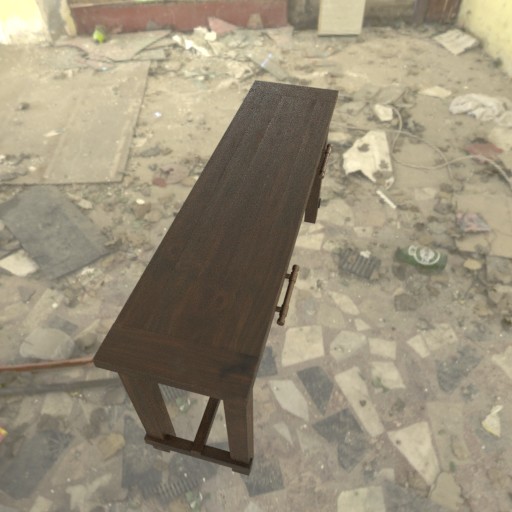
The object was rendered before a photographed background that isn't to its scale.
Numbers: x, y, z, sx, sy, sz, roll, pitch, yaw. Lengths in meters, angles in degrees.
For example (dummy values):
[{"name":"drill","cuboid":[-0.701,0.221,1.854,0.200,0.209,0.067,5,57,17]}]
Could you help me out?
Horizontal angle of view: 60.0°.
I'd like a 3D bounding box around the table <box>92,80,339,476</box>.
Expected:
[{"name":"table","cuboid":[0.000,0.000,1.896,0.442,0.762,1.599,11,48,10]}]
